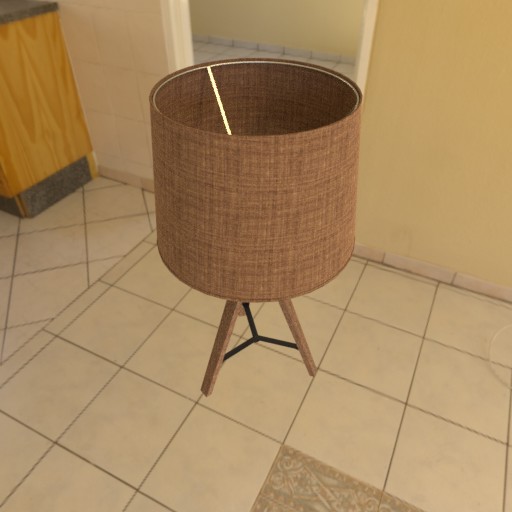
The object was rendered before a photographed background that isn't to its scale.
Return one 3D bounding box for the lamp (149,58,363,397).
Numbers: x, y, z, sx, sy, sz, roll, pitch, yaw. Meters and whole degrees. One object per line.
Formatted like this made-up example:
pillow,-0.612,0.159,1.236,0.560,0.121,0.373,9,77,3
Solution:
lamp,0.000,0.000,0.690,0.290,0.514,0.290,0,40,0
